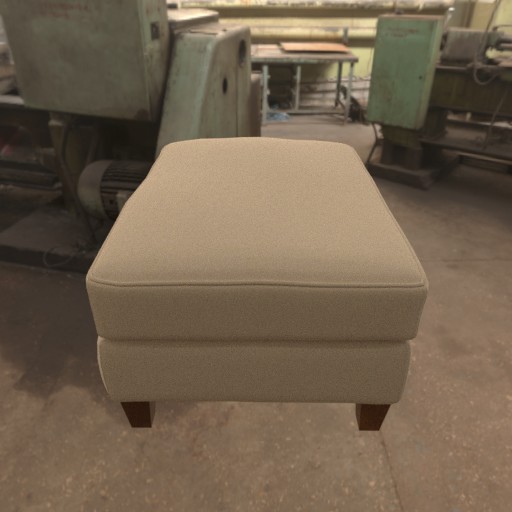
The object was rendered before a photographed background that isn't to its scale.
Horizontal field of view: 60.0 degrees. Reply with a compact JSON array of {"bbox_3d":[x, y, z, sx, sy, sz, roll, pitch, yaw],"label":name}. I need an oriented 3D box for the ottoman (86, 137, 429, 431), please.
[{"bbox_3d":[0.000,0.000,1.200,0.634,0.485,0.818,0,31,1],"label":"ottoman"}]
